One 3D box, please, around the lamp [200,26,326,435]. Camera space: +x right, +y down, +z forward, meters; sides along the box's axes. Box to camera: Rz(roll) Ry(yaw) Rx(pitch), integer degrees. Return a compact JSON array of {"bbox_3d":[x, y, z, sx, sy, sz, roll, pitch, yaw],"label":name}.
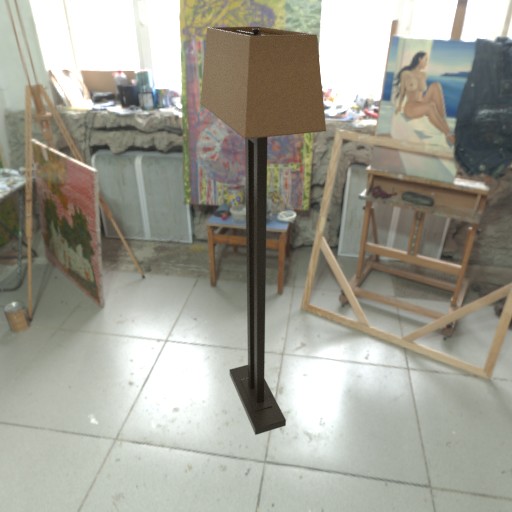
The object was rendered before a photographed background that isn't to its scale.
[{"bbox_3d":[0.000,0.000,1.609,0.233,1.469,0.475,-10,32,-17],"label":"lamp"}]
